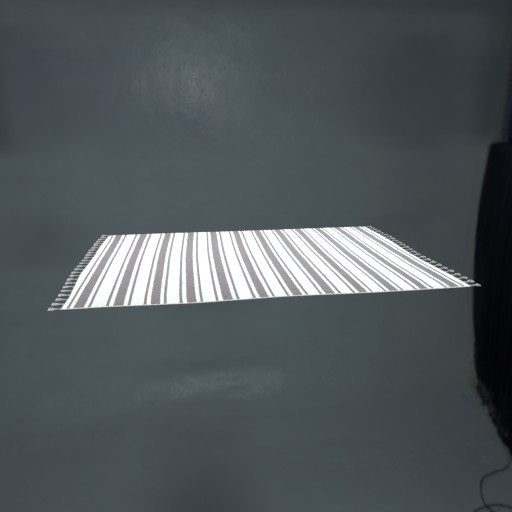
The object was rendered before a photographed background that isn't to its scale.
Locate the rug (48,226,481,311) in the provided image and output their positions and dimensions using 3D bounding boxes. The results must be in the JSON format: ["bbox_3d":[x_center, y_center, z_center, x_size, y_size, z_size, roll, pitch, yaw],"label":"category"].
[{"bbox_3d":[0.000,0.000,3.976,3.040,0.017,2.030,-2,17,-8],"label":"rug"}]
